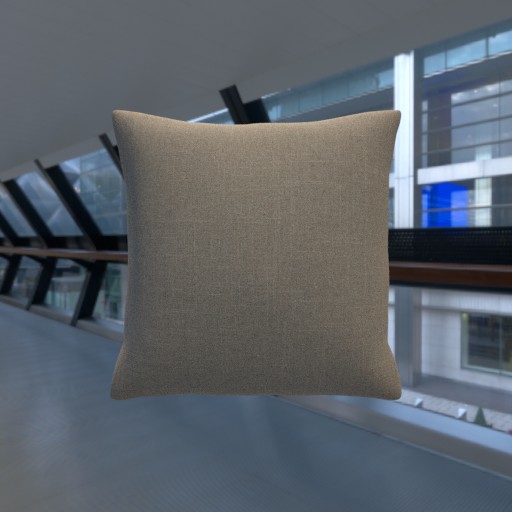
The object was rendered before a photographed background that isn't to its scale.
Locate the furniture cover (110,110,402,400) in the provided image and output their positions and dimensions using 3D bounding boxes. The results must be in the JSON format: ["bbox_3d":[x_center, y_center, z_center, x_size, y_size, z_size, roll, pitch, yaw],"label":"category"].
[{"bbox_3d":[0.000,0.000,0.775,0.512,0.506,0.178,0,0,0],"label":"furniture cover"}]
